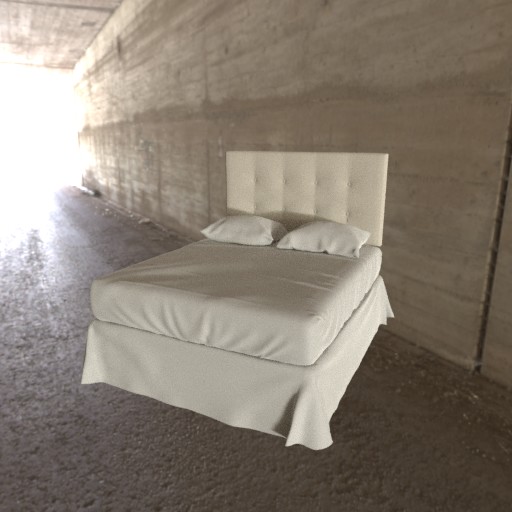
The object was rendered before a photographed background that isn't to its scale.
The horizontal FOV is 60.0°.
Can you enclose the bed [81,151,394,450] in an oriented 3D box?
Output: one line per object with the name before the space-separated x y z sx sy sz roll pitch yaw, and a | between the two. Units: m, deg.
bed | 0.000 0.000 3.559 1.936 1.577 2.222 7 17 25
